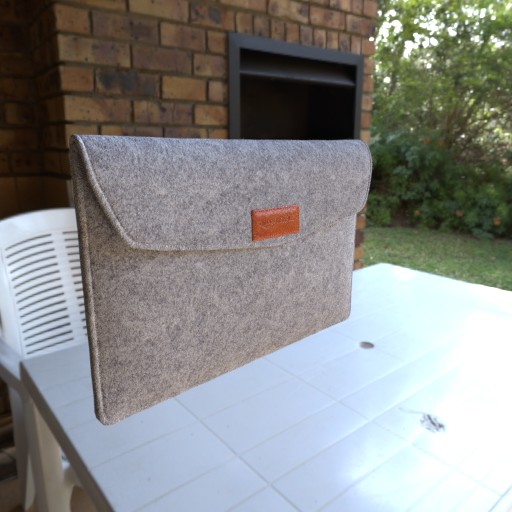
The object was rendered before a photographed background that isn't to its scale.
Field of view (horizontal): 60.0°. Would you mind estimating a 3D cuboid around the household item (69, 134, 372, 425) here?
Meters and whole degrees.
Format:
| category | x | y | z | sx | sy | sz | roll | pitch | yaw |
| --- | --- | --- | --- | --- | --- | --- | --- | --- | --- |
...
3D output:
| category | x | y | z | sx | sy | sz | roll | pitch | yaw |
| --- | --- | --- | --- | --- | --- | --- | --- | --- | --- |
| household item | 0.000 | 0.000 | 0.428 | 0.335 | 0.221 | 0.057 | -13 | 19 | -42 |
